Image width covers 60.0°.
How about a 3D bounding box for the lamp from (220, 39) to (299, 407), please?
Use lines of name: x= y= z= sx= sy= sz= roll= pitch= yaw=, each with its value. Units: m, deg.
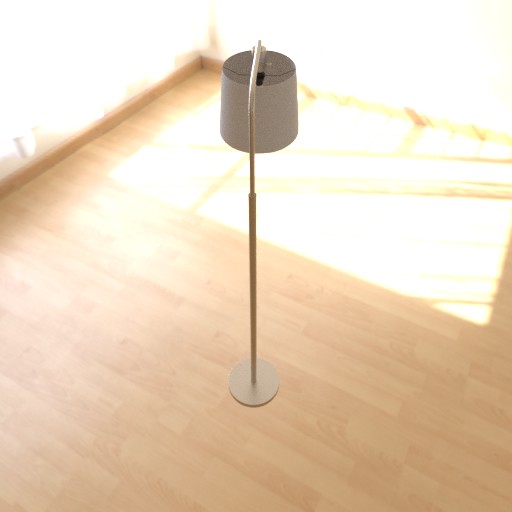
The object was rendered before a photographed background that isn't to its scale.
lamp: x=0.000 y=0.000 z=1.669 sx=0.254 sy=1.478 sz=0.508 roll=3 pitch=46 yaw=3
